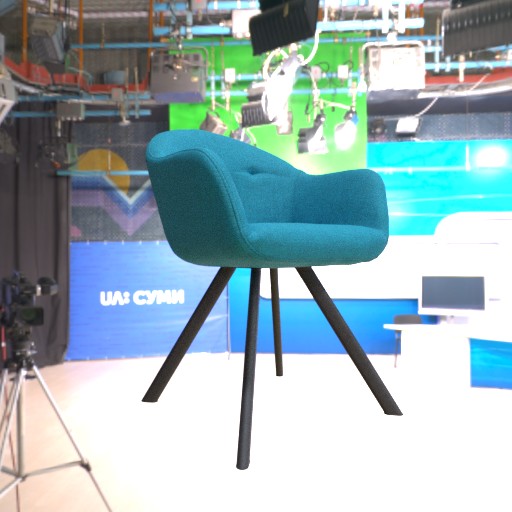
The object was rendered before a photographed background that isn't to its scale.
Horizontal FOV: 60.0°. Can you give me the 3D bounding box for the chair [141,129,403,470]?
[{"bbox_3d":[0.000,0.000,1.166,0.545,0.775,0.565,0,0,-36],"label":"chair"}]
